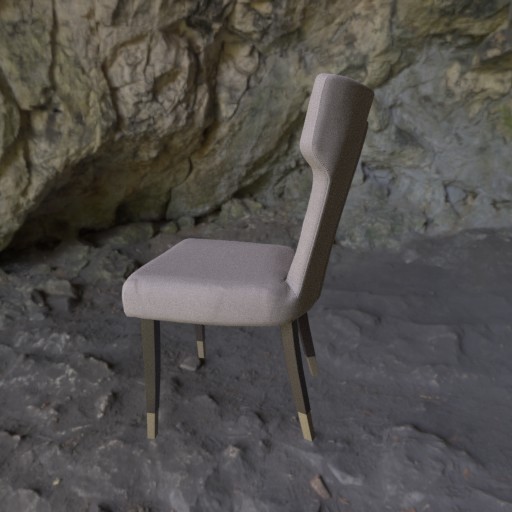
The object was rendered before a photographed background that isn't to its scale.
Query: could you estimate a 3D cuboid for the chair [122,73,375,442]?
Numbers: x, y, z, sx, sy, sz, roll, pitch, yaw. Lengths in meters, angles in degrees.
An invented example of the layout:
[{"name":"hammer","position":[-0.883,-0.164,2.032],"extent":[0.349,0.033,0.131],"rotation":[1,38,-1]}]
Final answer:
[{"name":"chair","position":[0.000,0.000,1.330],"extent":[0.630,0.955,0.526],"rotation":[2,15,9]}]
